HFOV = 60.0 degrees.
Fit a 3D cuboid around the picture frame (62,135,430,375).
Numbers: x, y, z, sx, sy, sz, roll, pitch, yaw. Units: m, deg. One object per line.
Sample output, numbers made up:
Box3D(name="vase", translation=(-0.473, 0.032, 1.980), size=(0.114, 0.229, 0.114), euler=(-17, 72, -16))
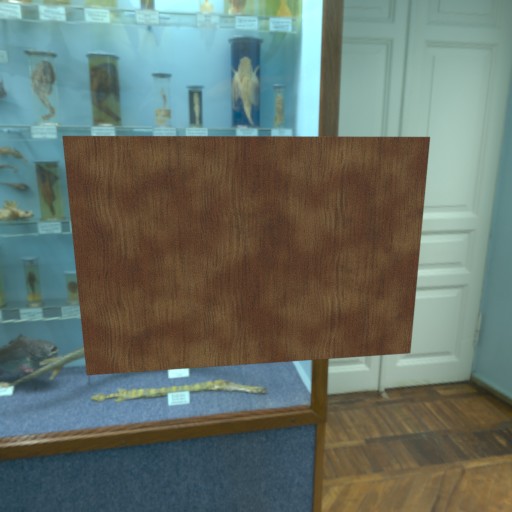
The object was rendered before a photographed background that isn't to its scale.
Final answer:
Box3D(name="picture frame", translation=(0.000, 0.000, 1.228), size=(0.950, 0.640, 0.029), euler=(-2, 14, -8))
